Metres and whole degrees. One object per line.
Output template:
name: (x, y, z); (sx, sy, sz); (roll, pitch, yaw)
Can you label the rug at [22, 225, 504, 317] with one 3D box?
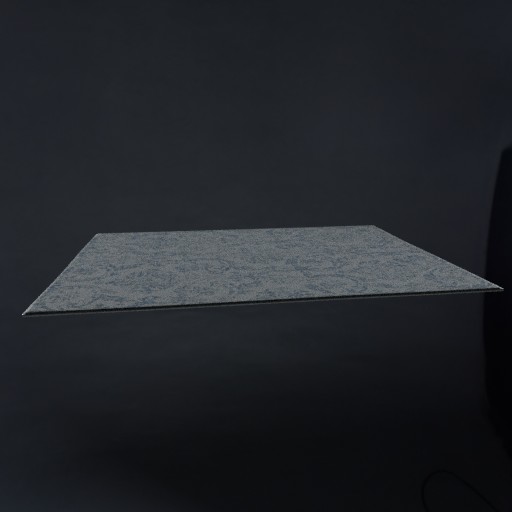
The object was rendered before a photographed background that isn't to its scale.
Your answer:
rug: (0.000, 0.000, 2.746); (2.197, 0.014, 1.586); (-2, 15, -8)
